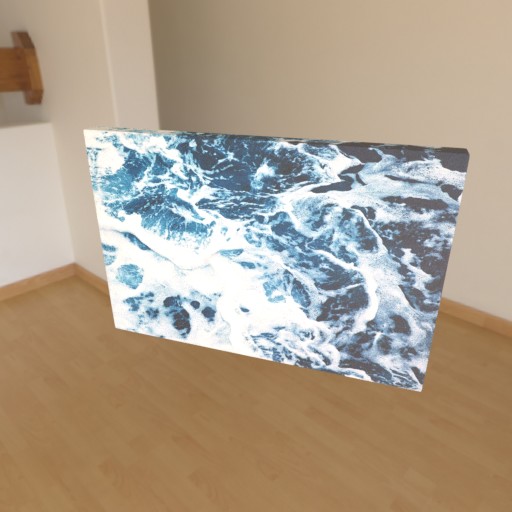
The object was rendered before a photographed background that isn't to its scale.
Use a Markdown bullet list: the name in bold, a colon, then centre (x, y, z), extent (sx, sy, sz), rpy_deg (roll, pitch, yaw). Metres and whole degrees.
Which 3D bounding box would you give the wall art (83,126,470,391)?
- **wall art**: centre (0.000, 0.000, 0.775), extent (0.609, 0.407, 0.043), rpy_deg (8, 26, 16)
